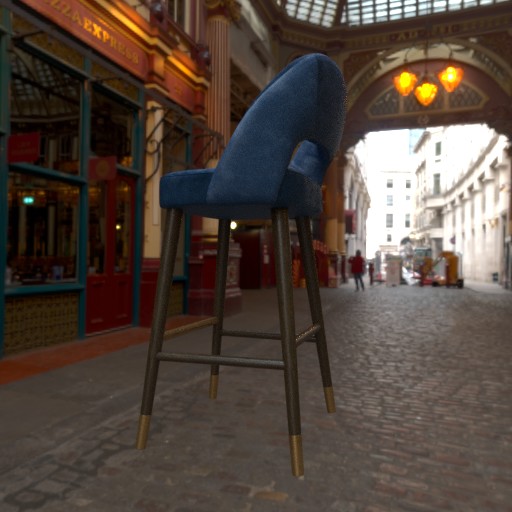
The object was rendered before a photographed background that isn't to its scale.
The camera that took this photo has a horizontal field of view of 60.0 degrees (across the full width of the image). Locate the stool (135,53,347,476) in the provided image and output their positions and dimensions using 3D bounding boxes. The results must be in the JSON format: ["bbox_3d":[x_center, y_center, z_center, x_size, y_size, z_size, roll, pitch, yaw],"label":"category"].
[{"bbox_3d":[0.000,0.000,1.298,0.515,1.016,0.514,0,0,20],"label":"stool"}]
